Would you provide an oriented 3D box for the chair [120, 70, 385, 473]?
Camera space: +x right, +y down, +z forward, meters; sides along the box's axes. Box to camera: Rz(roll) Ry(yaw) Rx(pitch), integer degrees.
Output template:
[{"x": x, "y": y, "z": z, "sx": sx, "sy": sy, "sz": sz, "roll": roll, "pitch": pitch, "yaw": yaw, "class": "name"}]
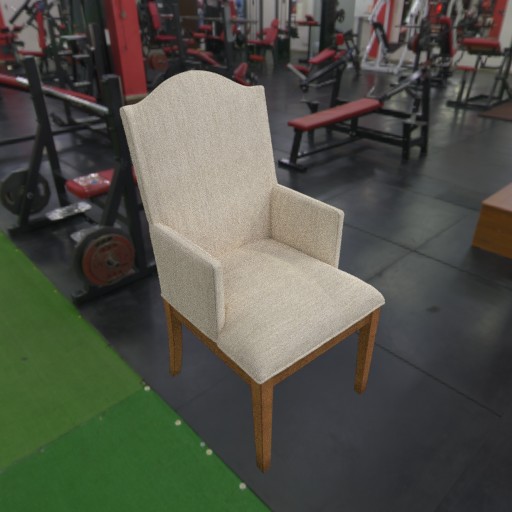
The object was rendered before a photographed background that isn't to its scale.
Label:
[{"x": 0.000, "y": 0.000, "z": 1.384, "sx": 0.533, "sy": 1.016, "sz": 0.641, "roll": -24, "pitch": 38, "yaw": -34, "class": "chair"}]
